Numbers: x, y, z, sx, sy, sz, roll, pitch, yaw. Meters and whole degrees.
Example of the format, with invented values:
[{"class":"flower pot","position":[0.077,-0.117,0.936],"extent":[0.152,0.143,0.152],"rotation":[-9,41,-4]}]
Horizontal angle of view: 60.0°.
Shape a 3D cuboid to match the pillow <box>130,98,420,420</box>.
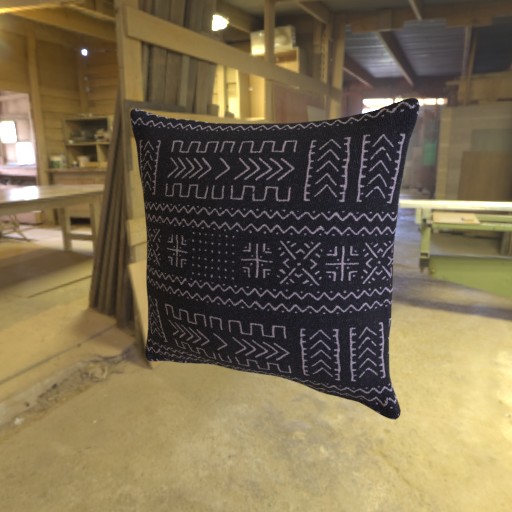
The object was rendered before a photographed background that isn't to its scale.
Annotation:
[{"class":"pillow","position":[0.000,0.000,0.654],"extent":[0.438,0.430,0.164],"rotation":[6,15,25]}]
